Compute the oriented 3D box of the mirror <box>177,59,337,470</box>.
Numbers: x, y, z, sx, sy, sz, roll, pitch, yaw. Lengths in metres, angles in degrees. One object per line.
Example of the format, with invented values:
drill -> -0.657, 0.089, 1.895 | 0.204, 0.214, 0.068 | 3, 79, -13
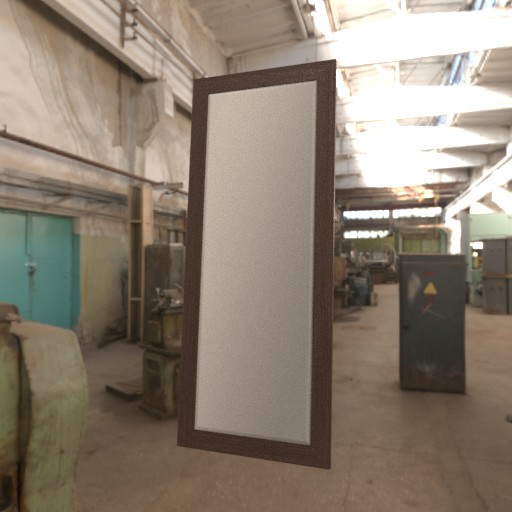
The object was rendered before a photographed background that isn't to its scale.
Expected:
mirror -> 0.000, 0.000, 2.325 | 0.812, 2.020, 0.221 | 0, 0, 19
